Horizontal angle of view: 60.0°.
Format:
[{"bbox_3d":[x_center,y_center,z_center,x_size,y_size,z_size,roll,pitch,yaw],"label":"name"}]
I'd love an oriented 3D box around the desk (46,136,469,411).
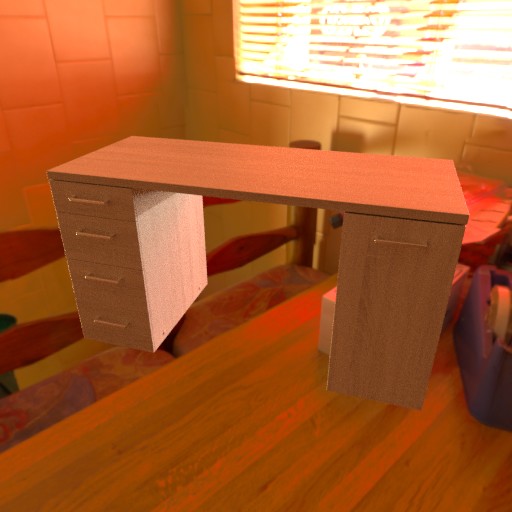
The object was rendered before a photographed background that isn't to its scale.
[{"bbox_3d":[0.000,0.000,1.789,1.390,0.740,0.600,8,29,15],"label":"desk"}]
